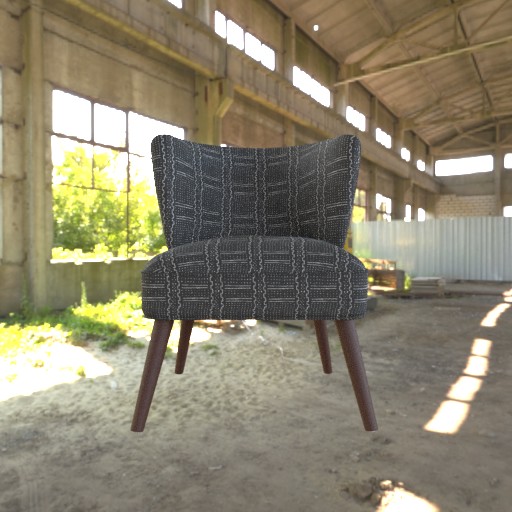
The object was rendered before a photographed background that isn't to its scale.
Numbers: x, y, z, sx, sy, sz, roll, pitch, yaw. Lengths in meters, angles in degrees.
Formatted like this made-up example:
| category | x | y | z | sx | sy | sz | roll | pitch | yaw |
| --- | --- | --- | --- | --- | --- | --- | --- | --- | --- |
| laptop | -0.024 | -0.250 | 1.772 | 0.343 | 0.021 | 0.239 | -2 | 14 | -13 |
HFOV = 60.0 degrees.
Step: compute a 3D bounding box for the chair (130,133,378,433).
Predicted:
| category | x | y | z | sx | sy | sz | roll | pitch | yaw |
| --- | --- | --- | --- | --- | --- | --- | --- | --- | --- |
| chair | 0.000 | 0.000 | 1.454 | 0.710 | 0.866 | 0.758 | 0 | 0 | -1 |
